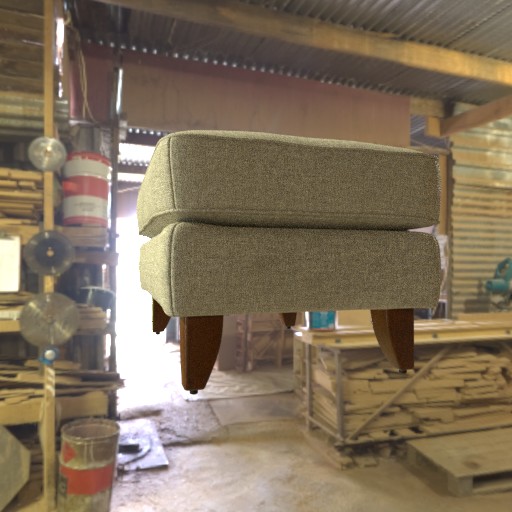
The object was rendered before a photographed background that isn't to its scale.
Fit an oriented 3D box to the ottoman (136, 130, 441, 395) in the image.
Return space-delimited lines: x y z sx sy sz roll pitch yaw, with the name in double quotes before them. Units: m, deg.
"ottoman" 0.000 0.000 1.321 0.661 0.561 0.889 0 -1 -18
